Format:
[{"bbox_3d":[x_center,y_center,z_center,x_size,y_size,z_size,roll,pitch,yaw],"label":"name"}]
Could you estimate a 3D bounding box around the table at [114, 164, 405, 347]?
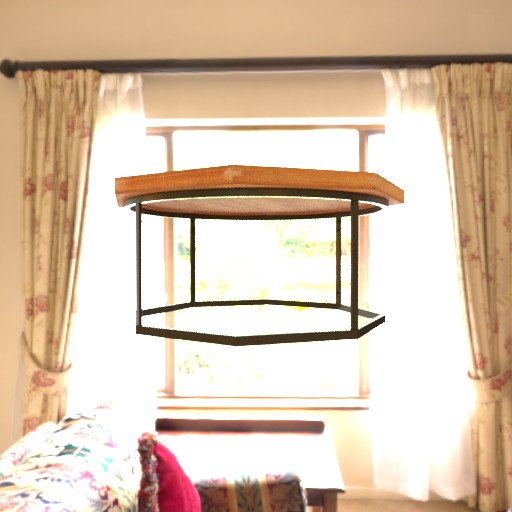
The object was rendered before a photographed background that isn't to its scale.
[{"bbox_3d":[0.000,0.000,1.542,1.002,0.444,1.002,0,1,0],"label":"table"}]
